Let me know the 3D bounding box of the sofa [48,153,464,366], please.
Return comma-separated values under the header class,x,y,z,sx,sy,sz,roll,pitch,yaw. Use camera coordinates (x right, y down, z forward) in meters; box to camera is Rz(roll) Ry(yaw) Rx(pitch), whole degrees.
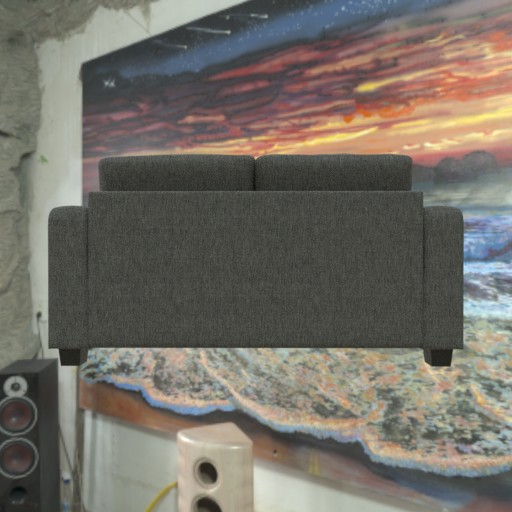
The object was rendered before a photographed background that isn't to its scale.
class,x,y,z,sx,sy,sz,roll,pitch,yaw
sofa,0.000,0.000,2.025,1.520,0.800,0.900,0,0,0
